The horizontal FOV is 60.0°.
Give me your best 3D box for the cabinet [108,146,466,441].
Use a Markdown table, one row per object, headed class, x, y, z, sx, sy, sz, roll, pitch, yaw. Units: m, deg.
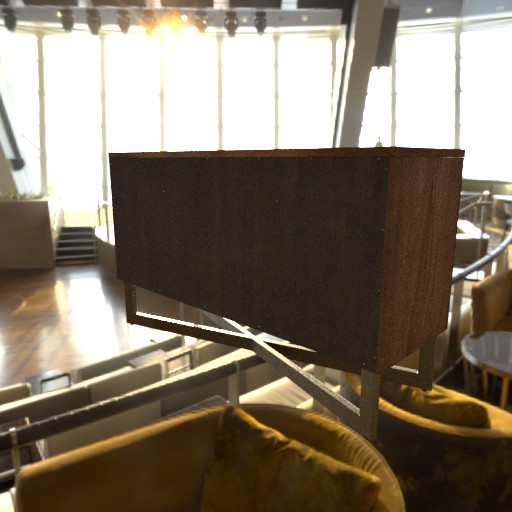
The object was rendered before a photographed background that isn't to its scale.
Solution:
| class | x | y | z | sx | sy | sz | roll | pitch | yaw |
| --- | --- | --- | --- | --- | --- | --- | --- | --- | --- |
| cabinet | 0.000 | 0.000 | 1.761 | 1.373 | 0.812 | 0.480 | 12 | 17 | 43 |
